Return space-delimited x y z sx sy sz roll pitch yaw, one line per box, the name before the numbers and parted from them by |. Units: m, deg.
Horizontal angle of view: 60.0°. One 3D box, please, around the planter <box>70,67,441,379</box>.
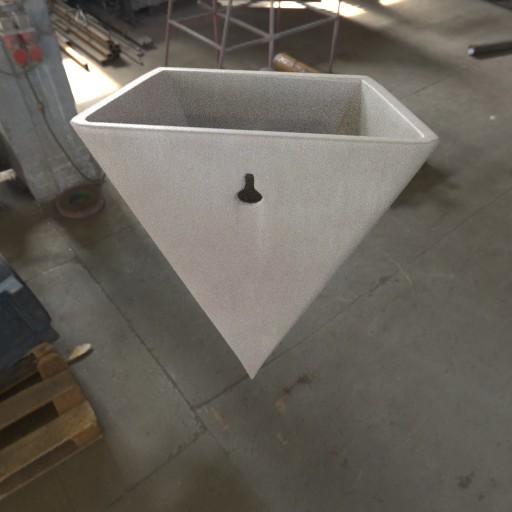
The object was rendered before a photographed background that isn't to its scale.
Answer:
planter | 0.000 0.000 0.265 0.150 0.197 0.060 4 46 4
